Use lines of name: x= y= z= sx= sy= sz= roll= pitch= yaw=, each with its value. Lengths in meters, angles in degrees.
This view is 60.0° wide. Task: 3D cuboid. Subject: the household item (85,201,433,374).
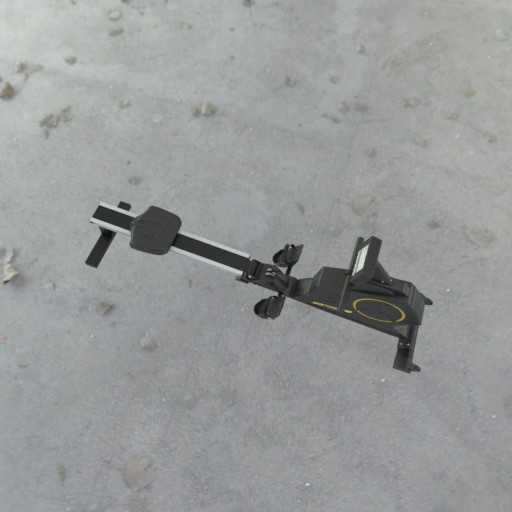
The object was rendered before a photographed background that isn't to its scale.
household item: x=0.000 y=0.000 z=2.596 sx=2.251 sy=0.810 sz=0.521 roll=17 pitch=65 yaw=9
